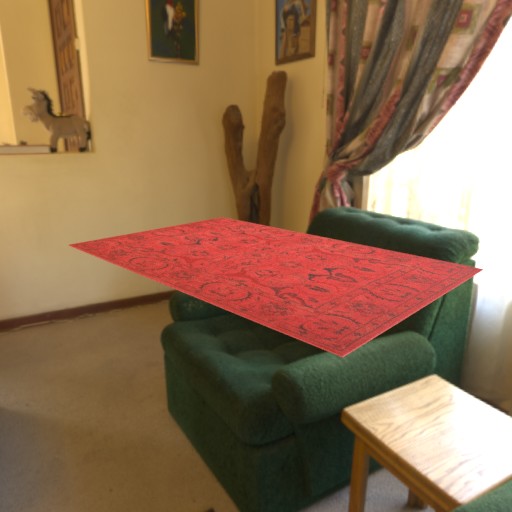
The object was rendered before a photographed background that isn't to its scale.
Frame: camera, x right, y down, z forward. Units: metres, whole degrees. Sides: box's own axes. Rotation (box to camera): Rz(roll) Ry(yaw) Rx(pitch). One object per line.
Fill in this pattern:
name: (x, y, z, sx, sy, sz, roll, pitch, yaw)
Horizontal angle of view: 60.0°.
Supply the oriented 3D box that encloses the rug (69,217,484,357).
rug: (0.000, 0.000, 3.019, 2.423, 0.010, 1.534, 15, 22, 42)
